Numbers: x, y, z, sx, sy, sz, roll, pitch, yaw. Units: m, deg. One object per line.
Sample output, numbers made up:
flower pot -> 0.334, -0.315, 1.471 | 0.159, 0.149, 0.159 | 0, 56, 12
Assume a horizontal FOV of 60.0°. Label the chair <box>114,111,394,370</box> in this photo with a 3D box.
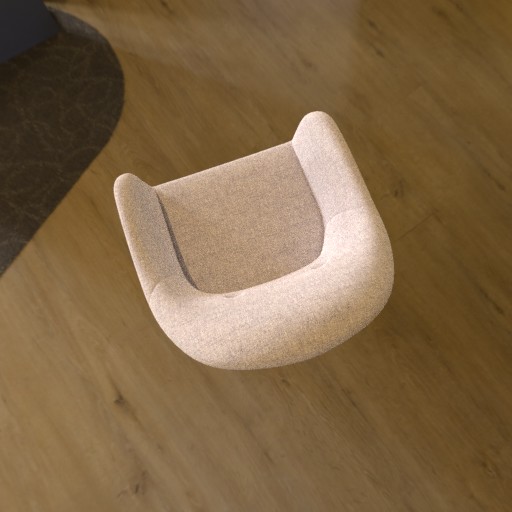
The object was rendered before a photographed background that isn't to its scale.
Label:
chair -> 0.000, 0.000, 1.165 | 0.540, 0.780, 0.570 | -19, 77, -5
